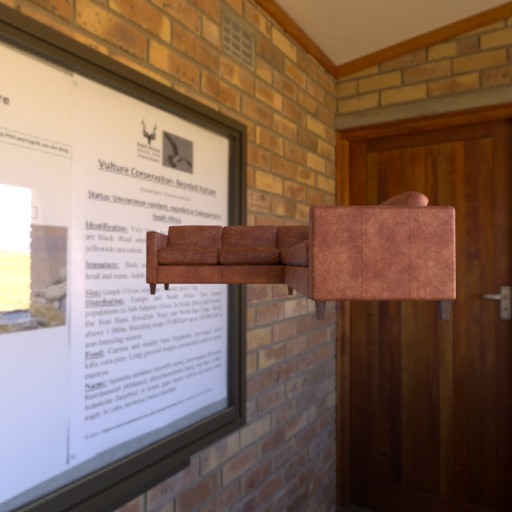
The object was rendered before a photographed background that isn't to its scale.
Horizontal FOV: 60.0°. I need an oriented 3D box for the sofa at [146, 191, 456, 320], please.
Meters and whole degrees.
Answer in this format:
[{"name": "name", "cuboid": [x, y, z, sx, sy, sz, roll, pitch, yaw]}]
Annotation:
[{"name": "sofa", "cuboid": [0.000, 0.000, 4.280, 2.438, 0.838, 3.150, 0, -1, -1]}]
